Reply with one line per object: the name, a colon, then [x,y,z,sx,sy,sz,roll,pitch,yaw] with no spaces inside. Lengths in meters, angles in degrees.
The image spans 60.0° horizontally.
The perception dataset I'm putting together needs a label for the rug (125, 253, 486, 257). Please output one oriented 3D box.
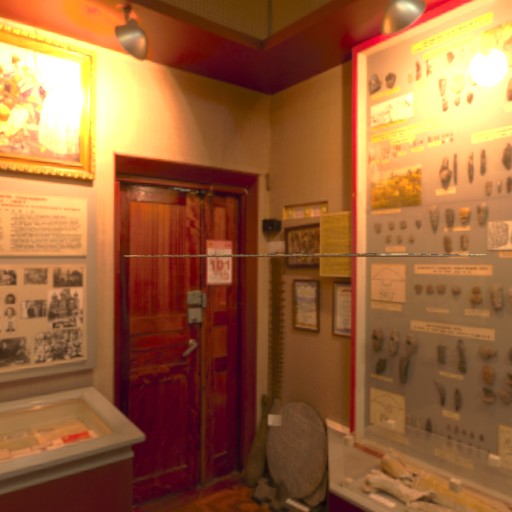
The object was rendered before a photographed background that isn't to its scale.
rug: [0.000,0.000,2.722,0.768,0.011,2.446,0,0,-36]
